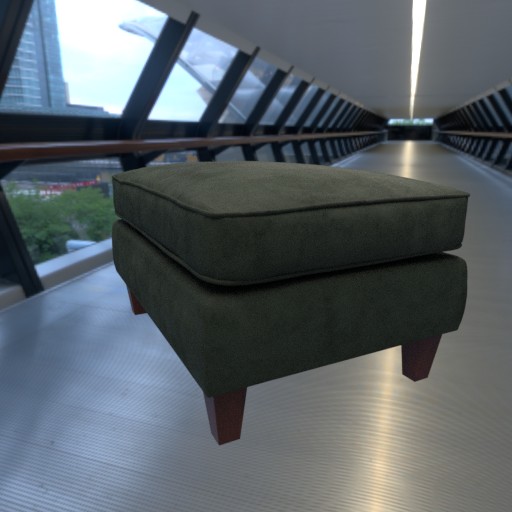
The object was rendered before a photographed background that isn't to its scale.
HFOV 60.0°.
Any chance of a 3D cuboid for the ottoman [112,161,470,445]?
[{"bbox_3d":[0.000,0.000,1.205,0.632,0.495,0.864,-7,16,-26],"label":"ottoman"}]
